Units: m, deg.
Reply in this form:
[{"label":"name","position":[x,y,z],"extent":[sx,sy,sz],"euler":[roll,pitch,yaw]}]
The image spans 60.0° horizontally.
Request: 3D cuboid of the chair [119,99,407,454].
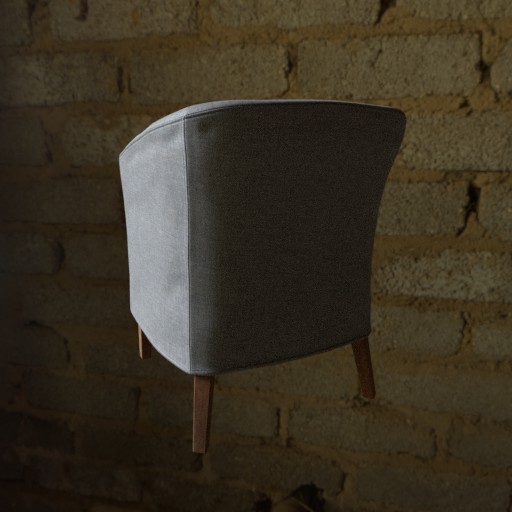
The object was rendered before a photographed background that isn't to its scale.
[{"label":"chair","position":[0.000,0.000,1.229],"extent":[0.600,0.771,0.668],"euler":[-7,16,-26]}]
